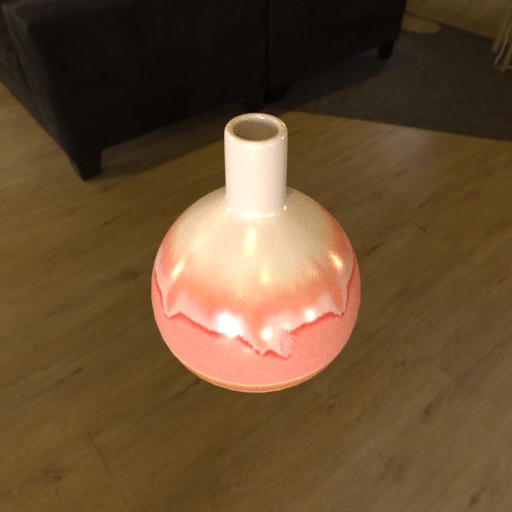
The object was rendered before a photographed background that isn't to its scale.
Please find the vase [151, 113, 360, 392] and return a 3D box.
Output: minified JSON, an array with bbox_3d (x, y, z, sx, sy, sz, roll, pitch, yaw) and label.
[{"bbox_3d":[0.000,0.000,0.275,0.137,0.176,0.137,0,46,0],"label":"vase"}]
